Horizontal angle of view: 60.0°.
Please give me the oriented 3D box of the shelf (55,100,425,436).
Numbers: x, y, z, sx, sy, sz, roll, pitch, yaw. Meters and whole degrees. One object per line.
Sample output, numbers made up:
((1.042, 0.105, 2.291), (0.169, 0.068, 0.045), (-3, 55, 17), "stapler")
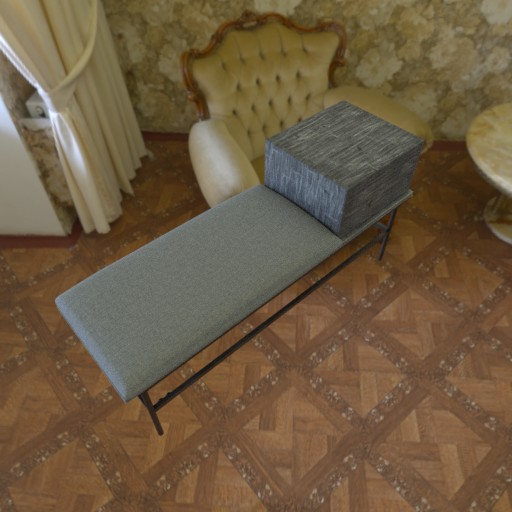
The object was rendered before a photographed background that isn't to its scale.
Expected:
((0.000, 0.000, 1.676), (1.342, 0.633, 0.457), (-33, 56, -27), "shelf")
